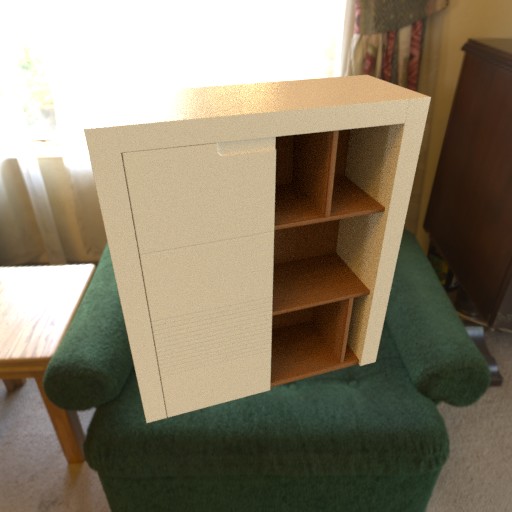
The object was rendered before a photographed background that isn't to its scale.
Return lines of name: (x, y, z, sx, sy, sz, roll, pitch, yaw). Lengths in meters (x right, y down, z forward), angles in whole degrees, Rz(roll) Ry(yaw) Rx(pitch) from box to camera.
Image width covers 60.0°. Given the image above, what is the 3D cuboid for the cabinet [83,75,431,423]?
cabinet: (0.000, 0.000, 1.650, 0.990, 1.150, 0.348, -10, 35, -15)
